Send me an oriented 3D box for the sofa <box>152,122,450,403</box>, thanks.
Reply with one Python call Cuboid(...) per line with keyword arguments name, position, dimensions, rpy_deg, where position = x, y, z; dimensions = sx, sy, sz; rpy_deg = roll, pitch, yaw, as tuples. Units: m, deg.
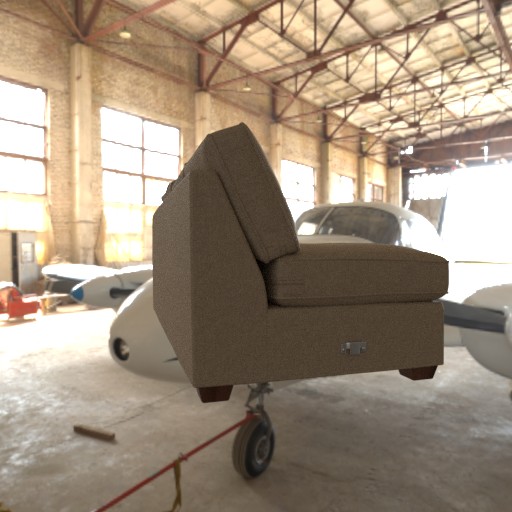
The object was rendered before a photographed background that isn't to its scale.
Cuboid(name="sofa", position=(0.000, 0.000, 2.496), dimensions=(1.034, 0.946, 1.963), rpy_deg=(0, 1, -17))
